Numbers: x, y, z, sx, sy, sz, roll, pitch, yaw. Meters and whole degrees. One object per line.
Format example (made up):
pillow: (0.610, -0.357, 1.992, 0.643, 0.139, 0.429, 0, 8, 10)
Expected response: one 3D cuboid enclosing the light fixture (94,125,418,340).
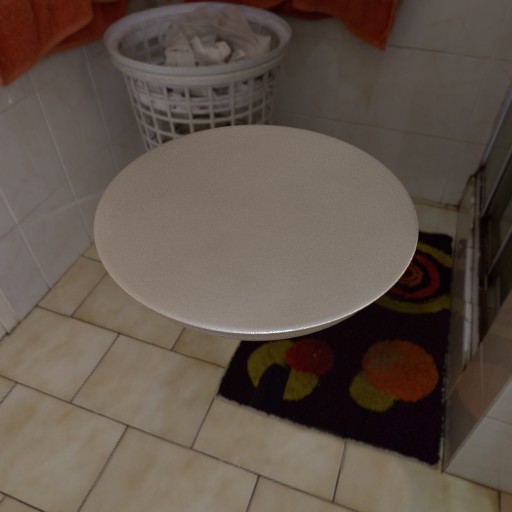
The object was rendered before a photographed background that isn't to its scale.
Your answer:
light fixture: (0.000, 0.000, 0.441, 0.280, 0.135, 0.280, 0, 45, 0)
